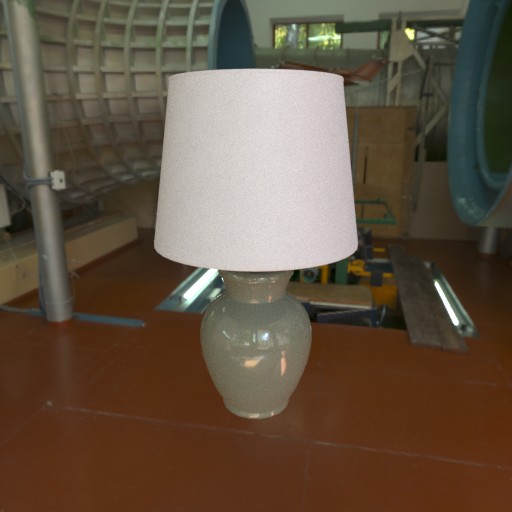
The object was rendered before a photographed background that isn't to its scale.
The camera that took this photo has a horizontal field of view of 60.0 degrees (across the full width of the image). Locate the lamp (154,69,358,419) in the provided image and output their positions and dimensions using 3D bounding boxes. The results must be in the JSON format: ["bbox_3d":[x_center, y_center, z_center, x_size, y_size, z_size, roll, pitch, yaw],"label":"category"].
[{"bbox_3d":[0.000,0.000,0.538,0.239,0.399,0.239,0,16,0],"label":"lamp"}]
